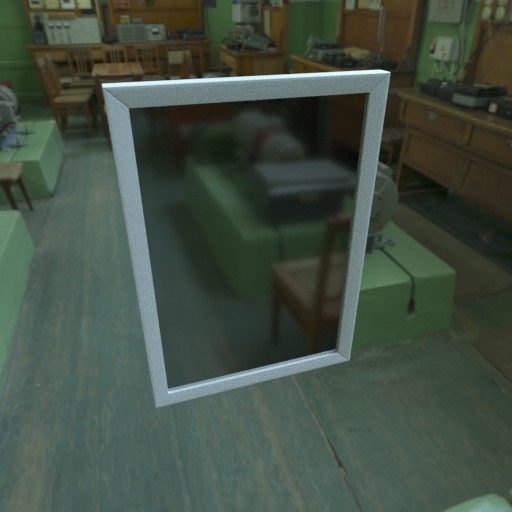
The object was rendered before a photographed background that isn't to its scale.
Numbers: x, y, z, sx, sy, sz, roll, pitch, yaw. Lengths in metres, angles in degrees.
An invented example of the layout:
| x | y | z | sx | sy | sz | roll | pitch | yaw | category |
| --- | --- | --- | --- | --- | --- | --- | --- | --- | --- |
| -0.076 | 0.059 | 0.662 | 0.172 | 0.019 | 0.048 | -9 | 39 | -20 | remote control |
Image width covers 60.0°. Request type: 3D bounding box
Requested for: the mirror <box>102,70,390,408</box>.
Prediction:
| x | y | z | sx | sy | sz | roll | pitch | yaw | category |
| --- | --- | --- | --- | --- | --- | --- | --- | --- | --- |
| 0.000 | 0.000 | 0.940 | 0.507 | 0.710 | 0.040 | -9 | 32 | -16 | mirror |
